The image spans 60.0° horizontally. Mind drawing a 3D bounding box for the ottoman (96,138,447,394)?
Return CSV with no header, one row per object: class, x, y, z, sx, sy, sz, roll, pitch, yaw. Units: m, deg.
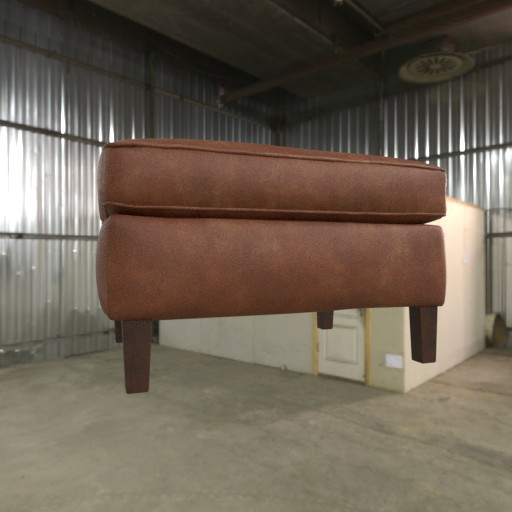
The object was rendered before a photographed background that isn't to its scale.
ottoman,0.000,0.000,0.978,0.665,0.418,0.501,0,0,-20
